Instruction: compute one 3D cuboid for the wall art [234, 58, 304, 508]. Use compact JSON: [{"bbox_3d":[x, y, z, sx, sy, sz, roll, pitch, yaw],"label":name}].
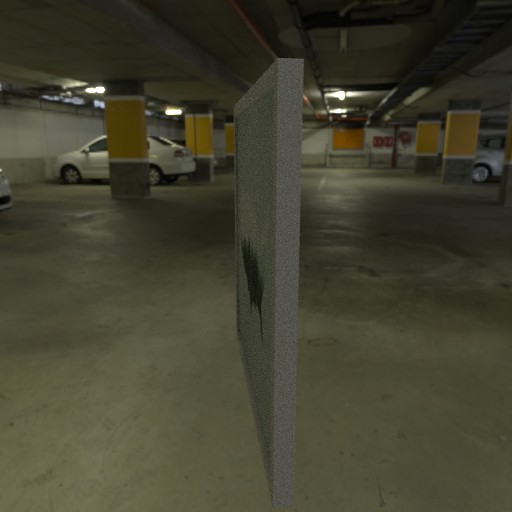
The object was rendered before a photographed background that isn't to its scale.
[{"bbox_3d":[0.000,0.000,1.088,0.038,0.762,0.762,-2,14,-7],"label":"wall art"}]
